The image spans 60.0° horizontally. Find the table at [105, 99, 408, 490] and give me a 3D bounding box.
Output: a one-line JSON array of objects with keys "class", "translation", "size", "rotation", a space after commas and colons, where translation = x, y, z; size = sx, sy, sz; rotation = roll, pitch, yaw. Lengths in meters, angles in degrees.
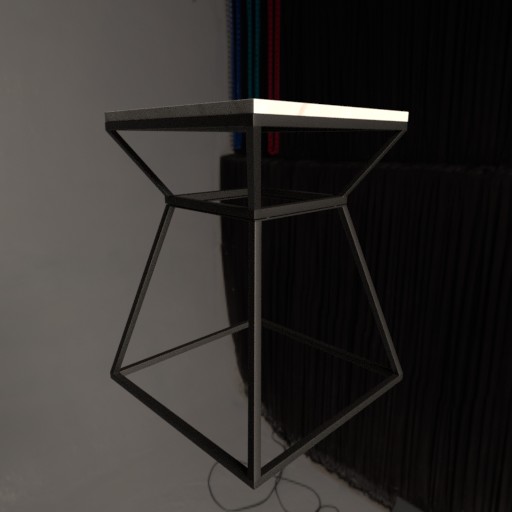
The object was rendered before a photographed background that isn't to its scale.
[{"class": "table", "translation": [0.000, 0.000, 0.903], "size": [0.455, 0.559, 0.455], "rotation": [-14, 20, -43]}]
